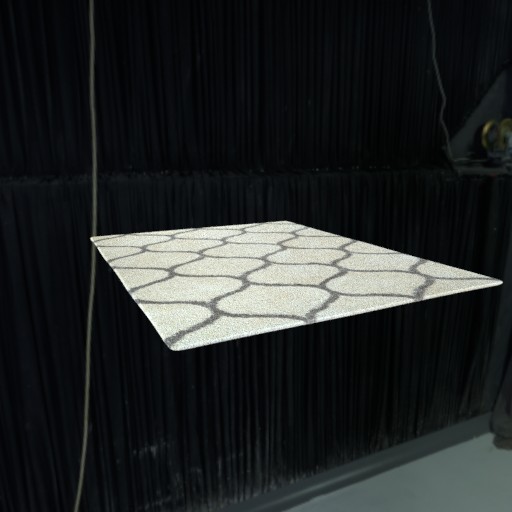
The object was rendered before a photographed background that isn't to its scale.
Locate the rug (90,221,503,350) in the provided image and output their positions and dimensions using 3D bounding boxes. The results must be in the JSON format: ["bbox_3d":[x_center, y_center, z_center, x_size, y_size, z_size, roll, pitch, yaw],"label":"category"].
[{"bbox_3d":[0.000,0.000,3.884,2.399,0.026,3.000,-7,15,-26],"label":"rug"}]
